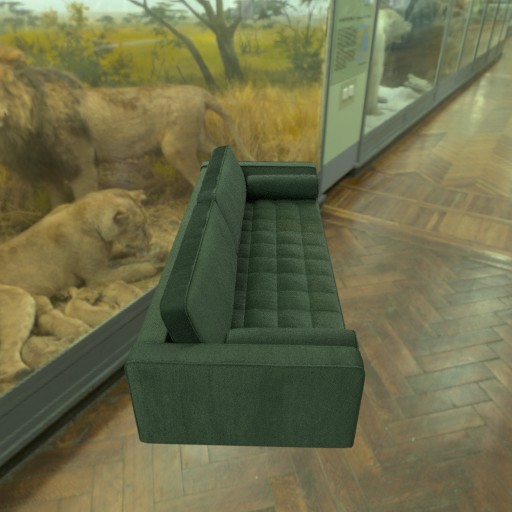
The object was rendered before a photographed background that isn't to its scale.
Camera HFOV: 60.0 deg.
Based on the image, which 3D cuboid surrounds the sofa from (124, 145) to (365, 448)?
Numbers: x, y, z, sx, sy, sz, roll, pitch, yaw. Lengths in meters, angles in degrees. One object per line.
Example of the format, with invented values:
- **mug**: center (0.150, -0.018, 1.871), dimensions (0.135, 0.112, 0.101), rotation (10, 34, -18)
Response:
- **sofa**: center (0.000, 0.000, 2.646), dimensions (0.918, 0.769, 2.199), rotation (1, 32, 1)
